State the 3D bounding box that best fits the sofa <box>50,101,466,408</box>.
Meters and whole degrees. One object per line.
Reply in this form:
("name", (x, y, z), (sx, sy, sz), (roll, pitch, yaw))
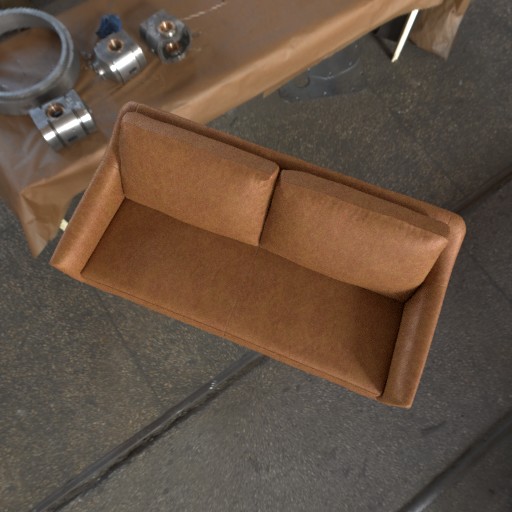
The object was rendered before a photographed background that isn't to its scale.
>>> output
("sofa", (0.000, 0.000, 2.523), (2.036, 0.945, 0.981), (21, 75, 6))
